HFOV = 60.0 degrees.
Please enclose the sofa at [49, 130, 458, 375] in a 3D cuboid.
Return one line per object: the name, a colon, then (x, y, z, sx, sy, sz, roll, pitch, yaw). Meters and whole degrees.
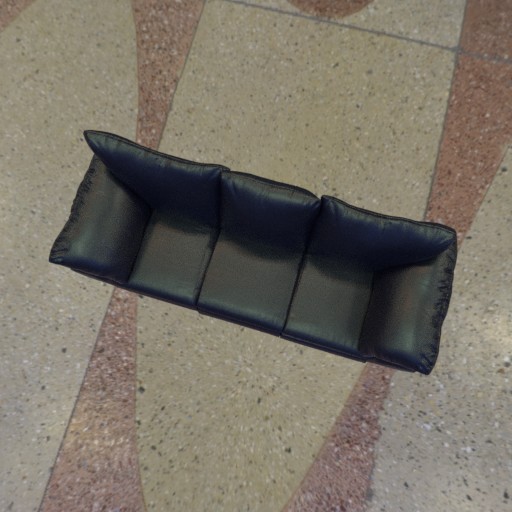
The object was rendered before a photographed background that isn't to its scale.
sofa: (0.000, 0.000, 2.846, 2.336, 1.073, 0.880, 16, 76, 4)
